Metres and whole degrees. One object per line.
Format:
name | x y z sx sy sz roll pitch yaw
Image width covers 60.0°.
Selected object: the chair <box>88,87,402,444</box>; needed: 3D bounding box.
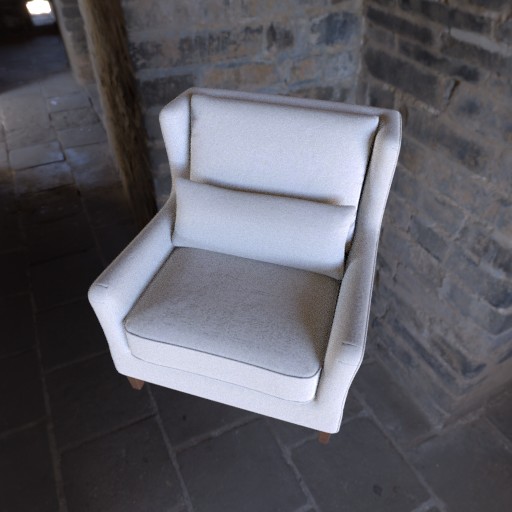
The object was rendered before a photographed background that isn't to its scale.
chair | 0.000 0.000 1.876 0.982 1.056 1.040 11 42 13
